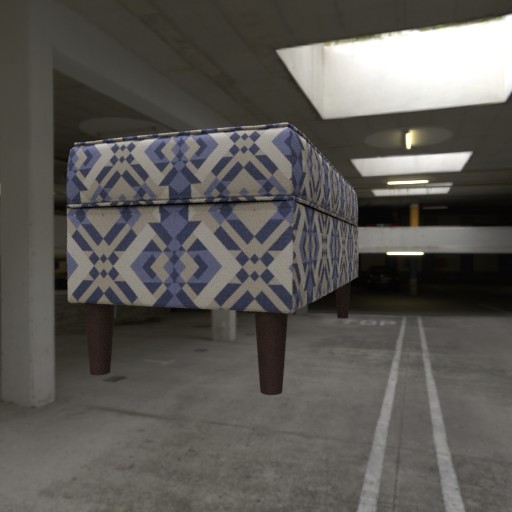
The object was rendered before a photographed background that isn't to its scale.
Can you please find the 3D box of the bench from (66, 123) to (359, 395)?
[{"bbox_3d":[0.000,0.000,1.295,0.492,0.477,1.016,0,1,19],"label":"bench"}]
